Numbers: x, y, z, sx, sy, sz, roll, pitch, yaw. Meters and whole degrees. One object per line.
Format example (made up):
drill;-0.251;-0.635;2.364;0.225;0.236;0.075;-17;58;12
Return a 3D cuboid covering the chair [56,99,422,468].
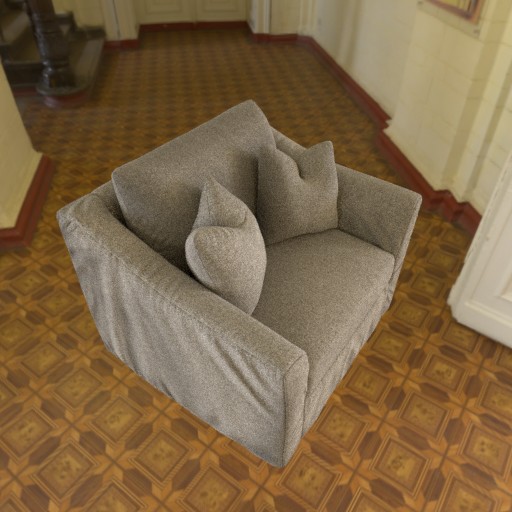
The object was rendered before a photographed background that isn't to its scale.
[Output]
chair;0.000;0.000;2.036;1.071;1.059;1.194;25;47;26
